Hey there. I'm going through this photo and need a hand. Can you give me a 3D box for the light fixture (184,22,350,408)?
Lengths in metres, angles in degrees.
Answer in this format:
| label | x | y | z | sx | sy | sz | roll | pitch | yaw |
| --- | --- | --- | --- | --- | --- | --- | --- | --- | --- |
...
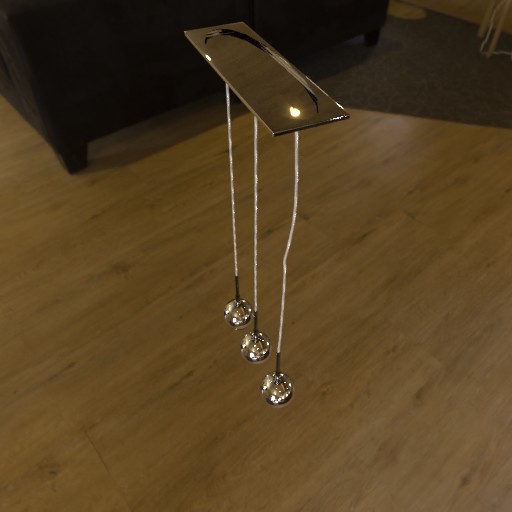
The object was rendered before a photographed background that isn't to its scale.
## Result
| label | x | y | z | sx | sy | sz | roll | pitch | yaw |
| --- | --- | --- | --- | --- | --- | --- | --- | --- | --- |
| light fixture | 0.000 | 0.000 | 1.650 | 0.188 | 1.408 | 0.623 | -18 | 49 | -16 |
